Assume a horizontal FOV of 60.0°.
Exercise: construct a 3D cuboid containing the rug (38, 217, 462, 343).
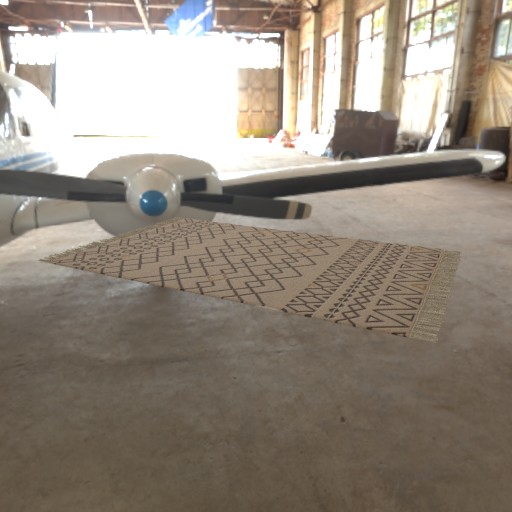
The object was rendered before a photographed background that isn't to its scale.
[{"bbox_3d":[0.000,0.000,2.449,2.023,0.028,1.224,9,19,26],"label":"rug"}]
